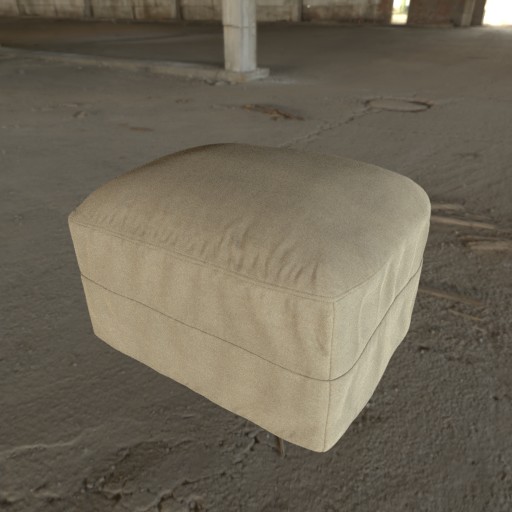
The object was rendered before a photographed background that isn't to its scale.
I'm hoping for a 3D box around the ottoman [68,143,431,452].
[{"bbox_3d":[0.000,0.000,1.082,0.712,0.480,0.584,19,35,29],"label":"ottoman"}]
